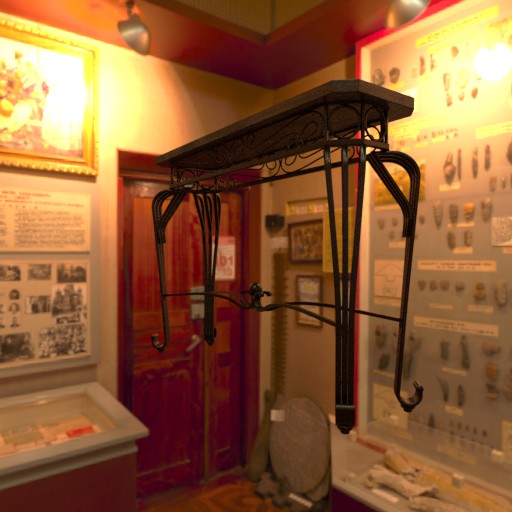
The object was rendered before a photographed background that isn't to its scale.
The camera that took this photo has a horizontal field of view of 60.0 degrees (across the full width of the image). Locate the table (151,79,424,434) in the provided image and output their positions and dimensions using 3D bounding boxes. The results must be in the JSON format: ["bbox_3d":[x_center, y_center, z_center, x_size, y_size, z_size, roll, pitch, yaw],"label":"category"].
[{"bbox_3d":[0.000,0.000,1.491,0.329,0.800,1.112,0,0,-36],"label":"table"}]
